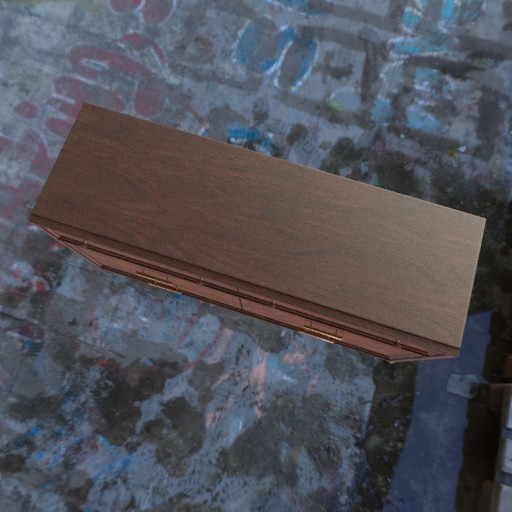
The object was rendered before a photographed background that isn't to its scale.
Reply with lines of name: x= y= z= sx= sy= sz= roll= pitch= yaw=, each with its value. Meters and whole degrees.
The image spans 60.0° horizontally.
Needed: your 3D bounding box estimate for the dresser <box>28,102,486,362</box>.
dresser: x=0.000 y=0.000 z=1.924 sx=1.472 sy=0.889 sz=0.500 roll=17 pitch=76 yaw=4
